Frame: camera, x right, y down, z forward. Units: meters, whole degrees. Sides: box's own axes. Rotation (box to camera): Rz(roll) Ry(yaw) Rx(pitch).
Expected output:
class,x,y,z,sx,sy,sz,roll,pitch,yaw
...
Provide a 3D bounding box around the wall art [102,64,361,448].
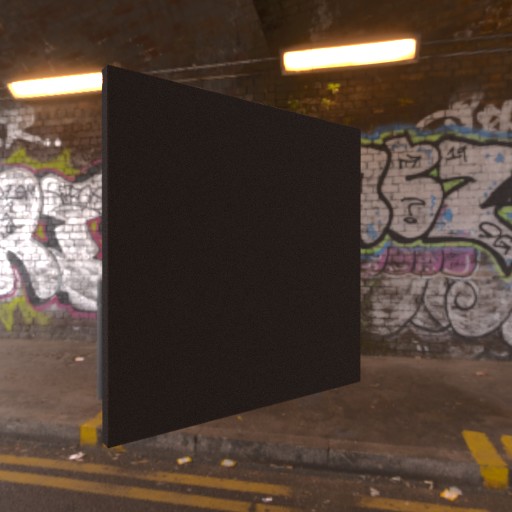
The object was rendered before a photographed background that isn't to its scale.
class,x,y,z,sx,sy,sz,roll,pitch,yaw
wall art,0.000,0.000,1.121,0.762,0.762,0.038,0,0,-37
